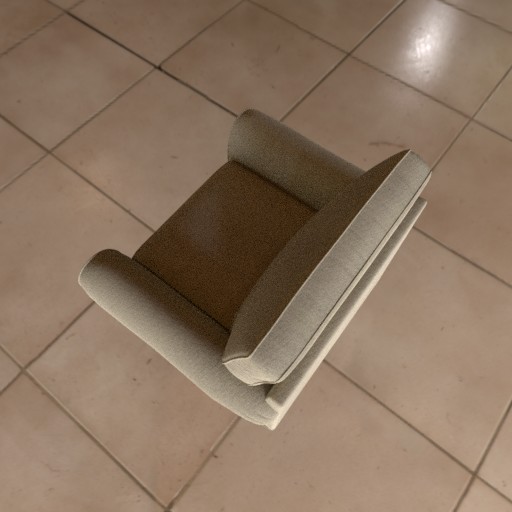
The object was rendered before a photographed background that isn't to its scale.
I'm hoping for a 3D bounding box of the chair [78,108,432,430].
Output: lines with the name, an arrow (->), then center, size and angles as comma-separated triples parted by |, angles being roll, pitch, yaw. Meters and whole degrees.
chair -> 0.000, 0.000, 1.910 | 0.939, 1.044, 1.147 | 35, 69, 16
